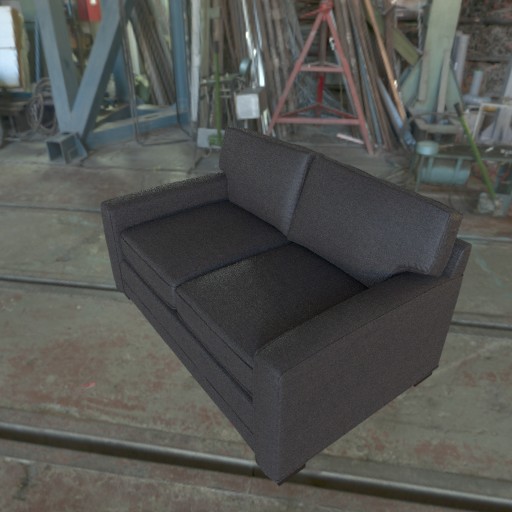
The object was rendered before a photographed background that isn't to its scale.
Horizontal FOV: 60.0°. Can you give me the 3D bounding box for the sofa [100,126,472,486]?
[{"bbox_3d":[0.000,0.000,2.120,0.974,0.887,1.534,-21,37,-30],"label":"sofa"}]
